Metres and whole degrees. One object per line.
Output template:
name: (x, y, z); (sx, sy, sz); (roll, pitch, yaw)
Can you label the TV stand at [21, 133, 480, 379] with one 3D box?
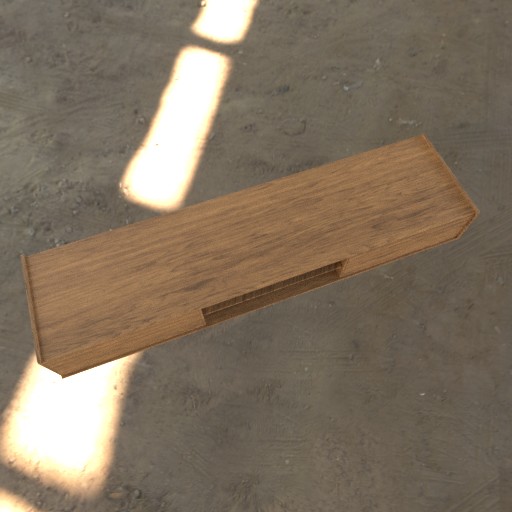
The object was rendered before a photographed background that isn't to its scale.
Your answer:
TV stand: (0.000, 0.000, 1.965); (1.796, 0.415, 0.467); (-19, 65, -9)
